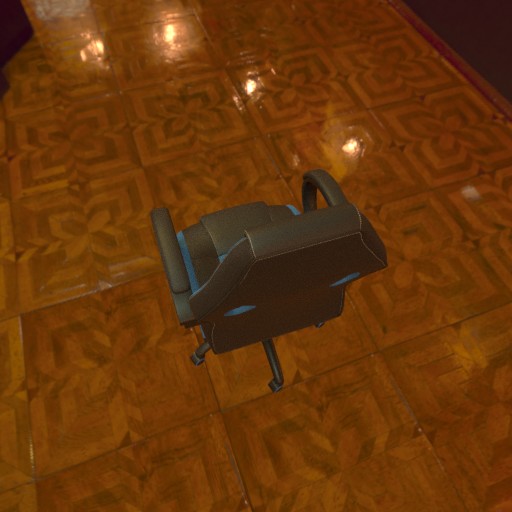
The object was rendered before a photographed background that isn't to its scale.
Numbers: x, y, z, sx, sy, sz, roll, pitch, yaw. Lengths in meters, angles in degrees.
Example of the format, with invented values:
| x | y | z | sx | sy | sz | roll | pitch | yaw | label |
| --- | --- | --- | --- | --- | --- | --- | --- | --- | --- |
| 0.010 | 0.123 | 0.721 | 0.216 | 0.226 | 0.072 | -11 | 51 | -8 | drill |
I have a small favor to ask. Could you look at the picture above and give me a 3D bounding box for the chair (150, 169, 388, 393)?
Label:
| x | y | z | sx | sy | sz | roll | pitch | yaw | label |
| --- | --- | --- | --- | --- | --- | --- | --- | --- | --- |
| 0.000 | 0.000 | 1.609 | 0.673 | 1.187 | 0.724 | -15 | 58 | -10 | chair |
